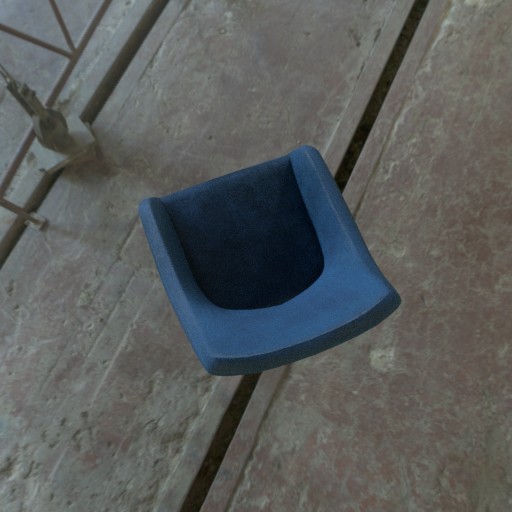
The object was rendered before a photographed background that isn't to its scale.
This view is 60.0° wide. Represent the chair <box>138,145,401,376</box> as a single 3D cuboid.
[{"bbox_3d":[0.000,0.000,1.620,0.683,1.081,0.794,-20,76,-5],"label":"chair"}]
